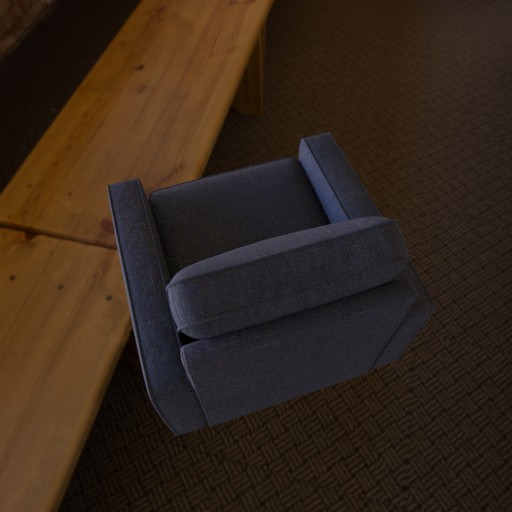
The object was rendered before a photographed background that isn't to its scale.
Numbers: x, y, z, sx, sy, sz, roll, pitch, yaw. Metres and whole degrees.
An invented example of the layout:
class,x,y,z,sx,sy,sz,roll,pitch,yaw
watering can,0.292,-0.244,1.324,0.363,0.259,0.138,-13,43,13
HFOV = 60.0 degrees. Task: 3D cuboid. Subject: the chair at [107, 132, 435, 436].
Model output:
class,x,y,z,sx,sy,sz,roll,pitch,yaw
chair,0.000,0.000,1.746,1.017,0.919,0.940,-16,59,-10
